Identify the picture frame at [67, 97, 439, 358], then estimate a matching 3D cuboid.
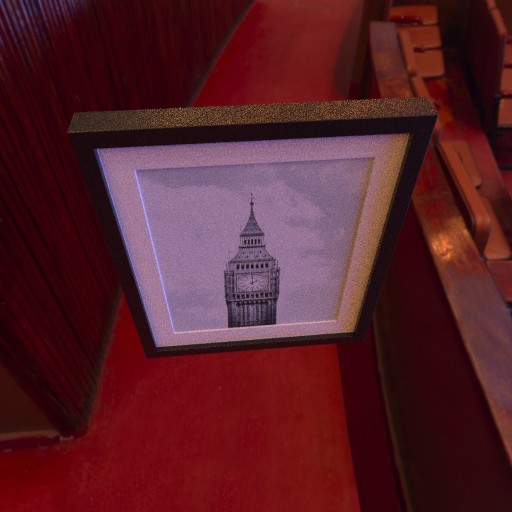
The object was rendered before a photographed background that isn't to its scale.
[{"bbox_3d":[0.000,0.000,0.540,0.328,0.378,0.034,-4,47,-4],"label":"picture frame"}]
